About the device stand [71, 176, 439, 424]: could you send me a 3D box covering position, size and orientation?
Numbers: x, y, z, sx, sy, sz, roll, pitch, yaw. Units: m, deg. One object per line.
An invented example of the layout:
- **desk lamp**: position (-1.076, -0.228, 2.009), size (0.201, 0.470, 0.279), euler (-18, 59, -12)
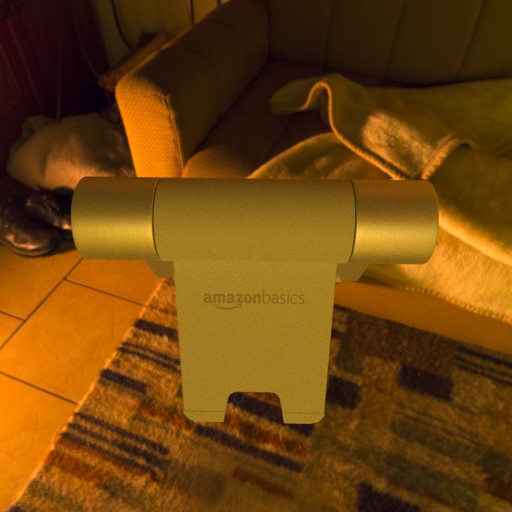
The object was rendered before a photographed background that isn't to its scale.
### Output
- **device stand**: position (0.000, 0.000, 0.149), size (0.086, 0.084, 0.079), euler (1, 46, 1)
